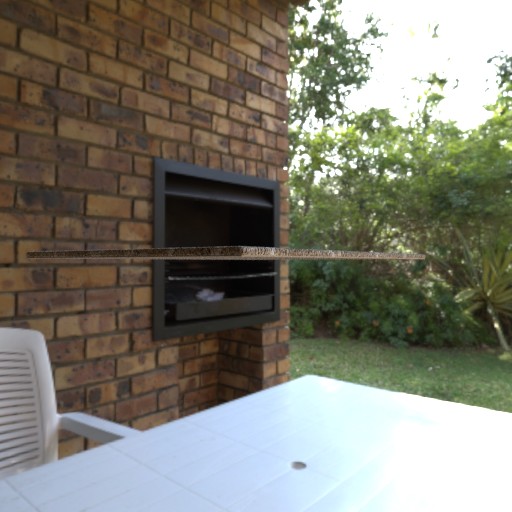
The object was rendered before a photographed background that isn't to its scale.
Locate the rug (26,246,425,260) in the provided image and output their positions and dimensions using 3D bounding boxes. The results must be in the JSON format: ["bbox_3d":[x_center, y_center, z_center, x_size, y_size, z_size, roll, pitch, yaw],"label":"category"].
[{"bbox_3d":[0.000,0.000,2.302,1.219,0.030,1.778,-1,-1,37],"label":"rug"}]
